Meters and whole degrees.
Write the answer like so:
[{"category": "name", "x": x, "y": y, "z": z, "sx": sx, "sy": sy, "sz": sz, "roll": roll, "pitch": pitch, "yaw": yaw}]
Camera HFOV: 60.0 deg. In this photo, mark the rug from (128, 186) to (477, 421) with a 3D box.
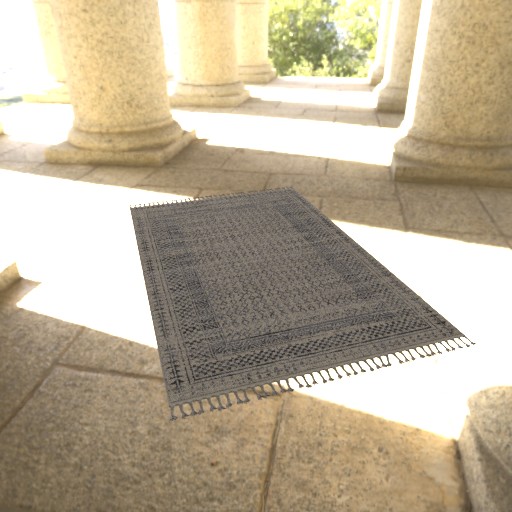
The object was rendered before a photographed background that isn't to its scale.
[{"category": "rug", "x": 0.000, "y": 0.000, "z": 3.038, "sx": 1.548, "sy": 0.013, "sz": 2.486, "roll": -9, "pitch": 30, "yaw": -16}]
